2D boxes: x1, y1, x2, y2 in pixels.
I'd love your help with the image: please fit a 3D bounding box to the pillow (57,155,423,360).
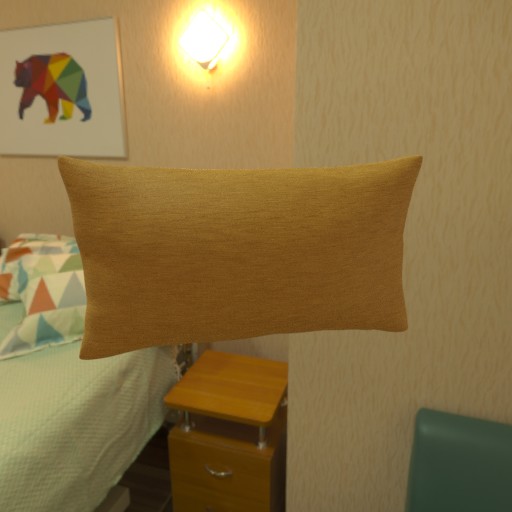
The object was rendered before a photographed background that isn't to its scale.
[{"bbox_3d":[0.000,0.000,0.790,0.634,0.354,0.210,-3,16,-11],"label":"pillow"}]
